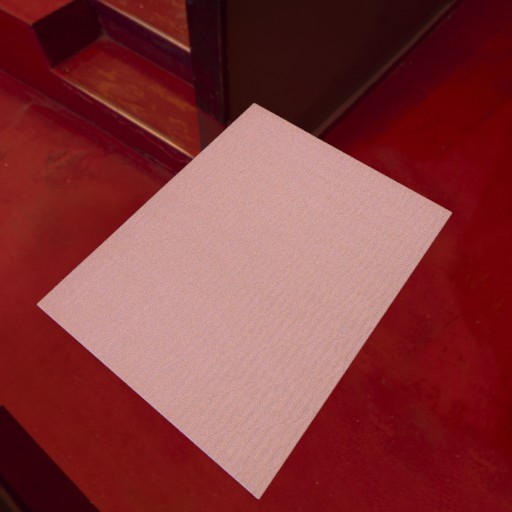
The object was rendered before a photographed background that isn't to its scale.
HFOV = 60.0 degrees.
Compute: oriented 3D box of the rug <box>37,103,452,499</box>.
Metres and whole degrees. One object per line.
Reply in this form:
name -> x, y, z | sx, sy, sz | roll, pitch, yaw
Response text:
rug -> 0.000, 0.000, 4.037 | 2.410, 0.021, 3.055 | 34, 67, 17
